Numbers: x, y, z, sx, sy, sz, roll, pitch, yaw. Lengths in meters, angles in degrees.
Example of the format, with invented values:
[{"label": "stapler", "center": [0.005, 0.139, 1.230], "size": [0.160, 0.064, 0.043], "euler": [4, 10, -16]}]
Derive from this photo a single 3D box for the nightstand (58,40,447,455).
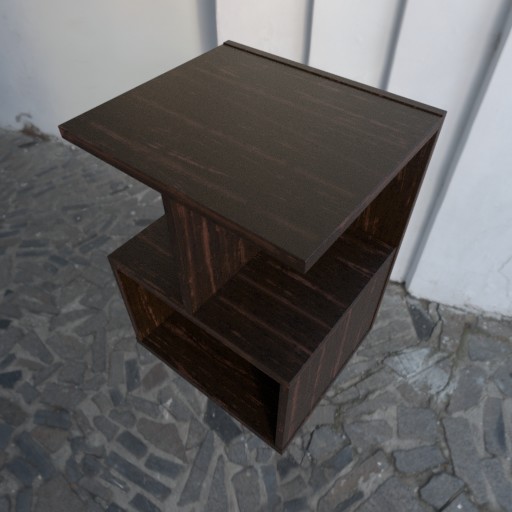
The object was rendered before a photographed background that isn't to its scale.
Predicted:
[{"label": "nightstand", "center": [0.000, 0.000, 0.811], "size": [0.400, 0.559, 0.356], "euler": [30, 54, 25]}]
